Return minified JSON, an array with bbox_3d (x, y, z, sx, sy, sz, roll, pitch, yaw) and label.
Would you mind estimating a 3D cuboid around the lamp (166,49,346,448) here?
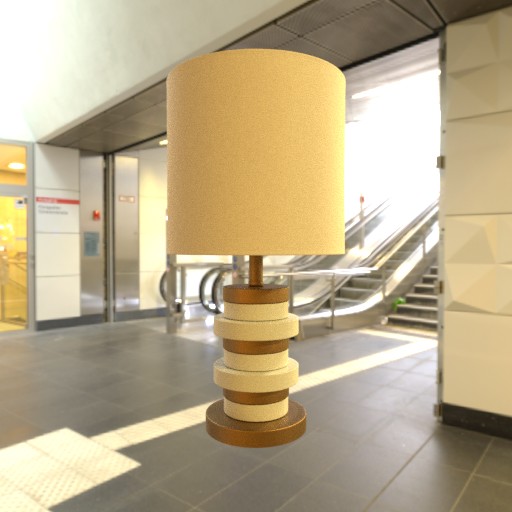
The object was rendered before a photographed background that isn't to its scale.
[{"bbox_3d":[0.000,0.000,0.533,0.210,0.410,0.210,0,1,19],"label":"lamp"}]
